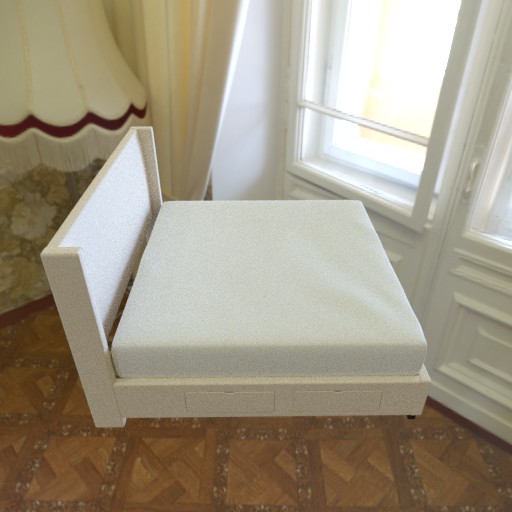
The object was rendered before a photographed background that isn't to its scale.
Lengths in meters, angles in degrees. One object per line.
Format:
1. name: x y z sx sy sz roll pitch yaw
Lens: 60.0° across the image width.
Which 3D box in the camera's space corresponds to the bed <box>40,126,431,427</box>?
1. bed: 0.000 0.000 3.605 2.293 1.471 2.145 0 34 -1
